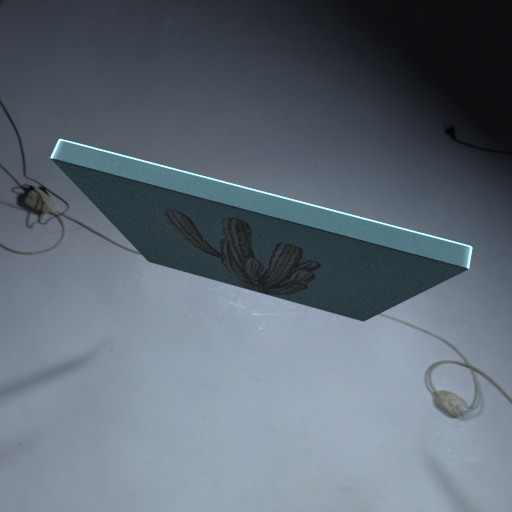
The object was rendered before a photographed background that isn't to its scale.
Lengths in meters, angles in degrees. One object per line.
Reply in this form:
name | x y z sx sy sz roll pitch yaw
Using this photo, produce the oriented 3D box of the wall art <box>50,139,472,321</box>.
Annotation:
wall art | 0.000 0.000 1.614 1.071 1.073 0.070 15 75 4
